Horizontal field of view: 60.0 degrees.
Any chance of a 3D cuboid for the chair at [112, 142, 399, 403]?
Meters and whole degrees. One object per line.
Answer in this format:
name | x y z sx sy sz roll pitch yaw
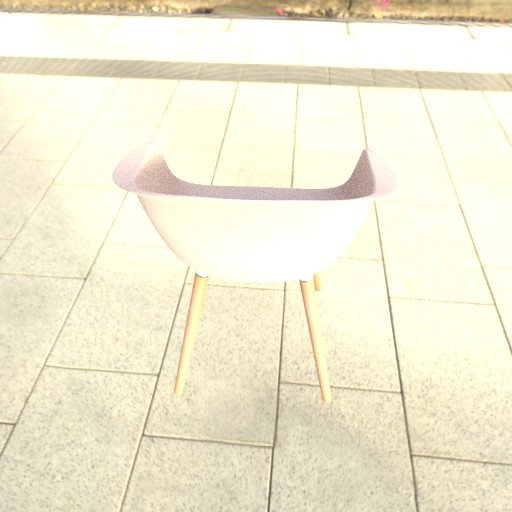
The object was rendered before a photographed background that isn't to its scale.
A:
chair | 0.000 0.000 1.162 0.593 0.781 0.504 2 47 2
